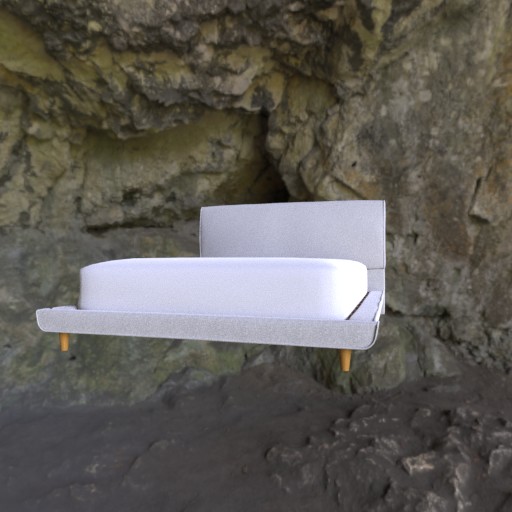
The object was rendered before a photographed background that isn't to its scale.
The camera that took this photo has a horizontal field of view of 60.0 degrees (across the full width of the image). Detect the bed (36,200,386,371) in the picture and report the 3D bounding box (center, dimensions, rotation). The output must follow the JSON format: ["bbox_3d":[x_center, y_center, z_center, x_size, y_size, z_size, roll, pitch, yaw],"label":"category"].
[{"bbox_3d":[0.000,0.000,3.323,1.840,1.067,2.368,0,-1,17],"label":"bed"}]
